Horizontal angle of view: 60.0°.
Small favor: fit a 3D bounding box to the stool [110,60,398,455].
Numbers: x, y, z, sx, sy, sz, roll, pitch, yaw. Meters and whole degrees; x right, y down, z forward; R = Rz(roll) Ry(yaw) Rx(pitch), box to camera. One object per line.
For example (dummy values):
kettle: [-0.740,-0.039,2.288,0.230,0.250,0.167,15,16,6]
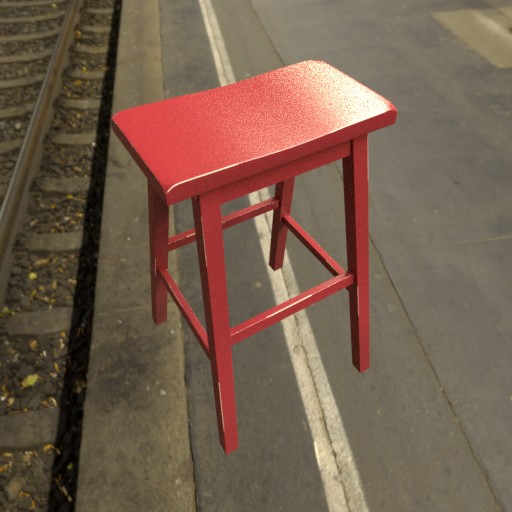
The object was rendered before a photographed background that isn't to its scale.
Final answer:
stool: [0.000,0.000,1.035,0.457,0.737,0.476,-24,51,-21]
